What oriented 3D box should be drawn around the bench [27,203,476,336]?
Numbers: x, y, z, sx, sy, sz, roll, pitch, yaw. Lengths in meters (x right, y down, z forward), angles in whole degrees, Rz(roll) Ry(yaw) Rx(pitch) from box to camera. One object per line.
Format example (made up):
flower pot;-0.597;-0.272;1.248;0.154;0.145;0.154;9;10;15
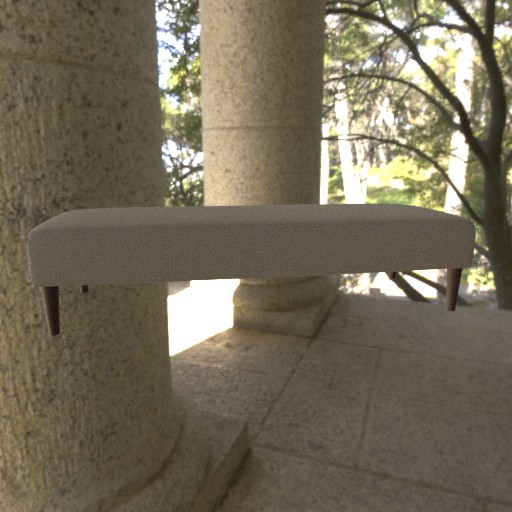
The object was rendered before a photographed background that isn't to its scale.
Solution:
bench;0.000;0.000;1.873;1.609;0.393;0.646;-2;12;-9
